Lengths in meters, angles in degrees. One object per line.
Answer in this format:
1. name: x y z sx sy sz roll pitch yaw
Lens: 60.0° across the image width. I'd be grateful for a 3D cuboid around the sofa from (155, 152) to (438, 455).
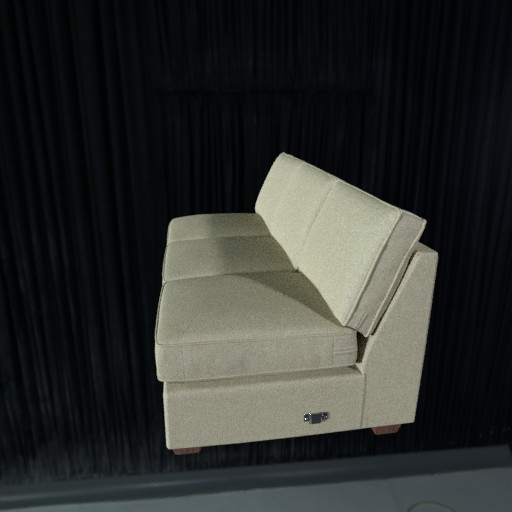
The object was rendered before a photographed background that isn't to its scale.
1. sofa: 0.000 0.000 2.492 1.027 0.973 1.962 -3 18 -8
